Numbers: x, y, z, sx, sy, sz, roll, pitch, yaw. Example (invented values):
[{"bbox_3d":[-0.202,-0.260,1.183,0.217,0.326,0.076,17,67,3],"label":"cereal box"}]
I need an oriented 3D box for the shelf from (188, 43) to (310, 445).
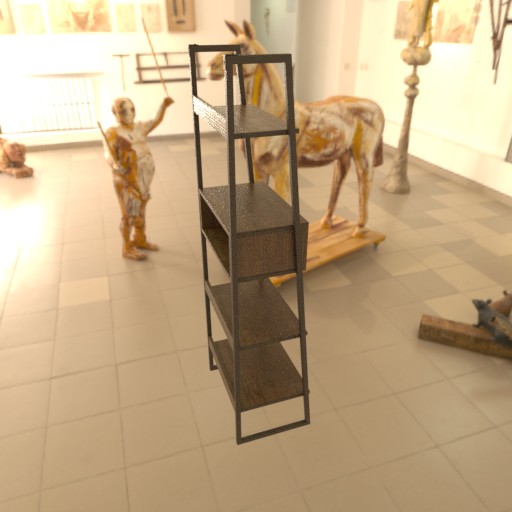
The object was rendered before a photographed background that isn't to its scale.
[{"bbox_3d":[0.000,0.000,2.345,0.454,2.005,0.652,-9,30,-17],"label":"shelf"}]
